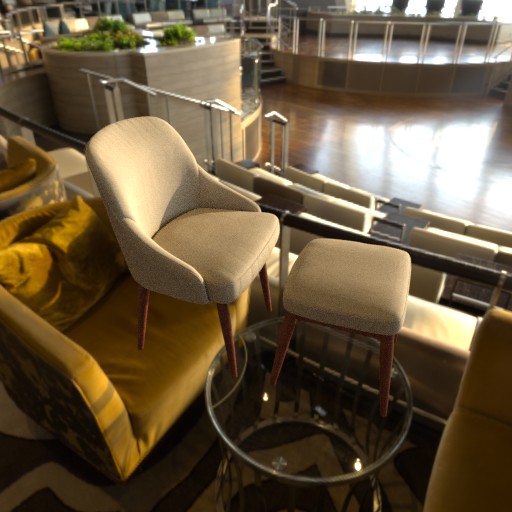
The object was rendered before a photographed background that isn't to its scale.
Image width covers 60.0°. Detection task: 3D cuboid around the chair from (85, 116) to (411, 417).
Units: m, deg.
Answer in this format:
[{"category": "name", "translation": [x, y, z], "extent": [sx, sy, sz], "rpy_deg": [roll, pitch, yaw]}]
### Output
[{"category": "chair", "translation": [0.000, 0.000, 1.643], "extent": [1.114, 0.866, 0.584], "rpy_deg": [11, 34, 17]}]
